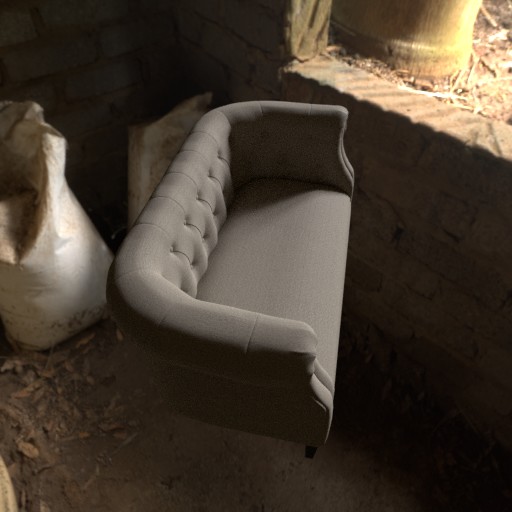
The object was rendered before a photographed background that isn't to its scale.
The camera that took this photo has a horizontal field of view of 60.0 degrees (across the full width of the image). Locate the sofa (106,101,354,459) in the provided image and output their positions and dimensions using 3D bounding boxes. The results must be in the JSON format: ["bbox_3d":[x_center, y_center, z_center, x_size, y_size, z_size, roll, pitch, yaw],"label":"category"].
[{"bbox_3d":[0.000,0.000,2.031,0.835,0.827,1.558,9,46,8],"label":"sofa"}]
